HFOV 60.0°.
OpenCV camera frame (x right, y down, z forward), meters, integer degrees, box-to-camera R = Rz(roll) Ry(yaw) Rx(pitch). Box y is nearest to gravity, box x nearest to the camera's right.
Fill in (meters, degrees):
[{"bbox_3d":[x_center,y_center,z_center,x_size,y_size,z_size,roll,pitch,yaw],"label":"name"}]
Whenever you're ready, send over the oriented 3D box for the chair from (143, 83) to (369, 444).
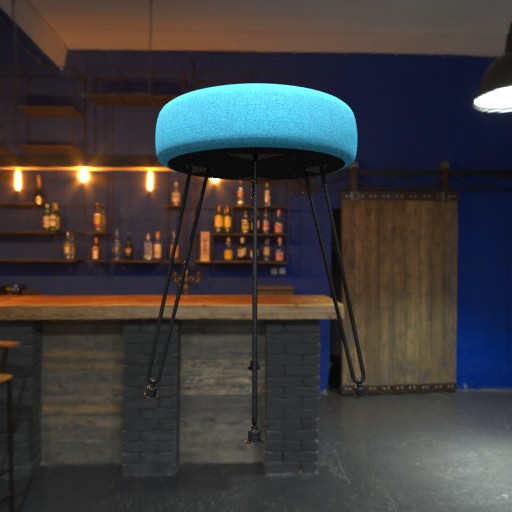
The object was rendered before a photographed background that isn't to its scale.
[{"bbox_3d":[0.000,0.000,0.684,0.350,0.440,0.350,0,1,0],"label":"chair"}]
